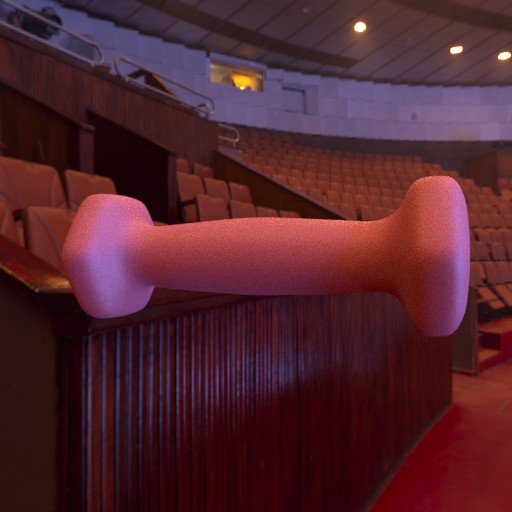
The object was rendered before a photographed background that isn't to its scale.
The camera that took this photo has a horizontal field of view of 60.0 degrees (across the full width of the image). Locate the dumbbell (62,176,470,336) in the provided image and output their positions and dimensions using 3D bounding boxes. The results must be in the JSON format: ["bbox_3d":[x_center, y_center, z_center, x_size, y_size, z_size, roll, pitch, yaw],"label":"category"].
[{"bbox_3d":[0.000,0.000,0.142,0.123,0.043,0.047,0,0,19],"label":"dumbbell"}]
